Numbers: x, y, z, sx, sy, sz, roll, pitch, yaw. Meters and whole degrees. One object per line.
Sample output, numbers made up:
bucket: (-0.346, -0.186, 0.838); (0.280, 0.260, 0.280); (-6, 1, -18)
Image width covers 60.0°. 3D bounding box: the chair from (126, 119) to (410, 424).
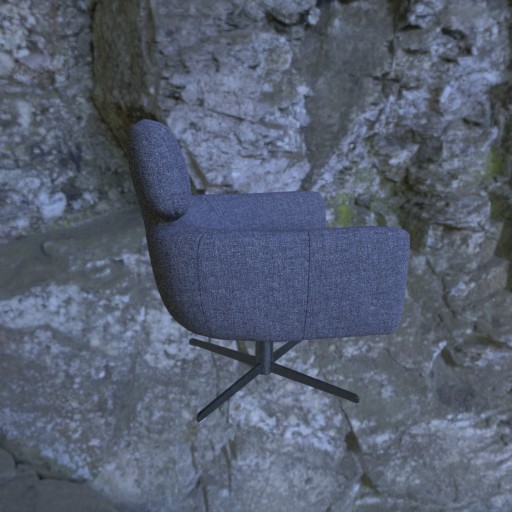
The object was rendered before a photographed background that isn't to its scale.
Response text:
chair: (0.000, 0.000, 1.380); (0.715, 0.812, 0.706); (-3, 17, -10)
